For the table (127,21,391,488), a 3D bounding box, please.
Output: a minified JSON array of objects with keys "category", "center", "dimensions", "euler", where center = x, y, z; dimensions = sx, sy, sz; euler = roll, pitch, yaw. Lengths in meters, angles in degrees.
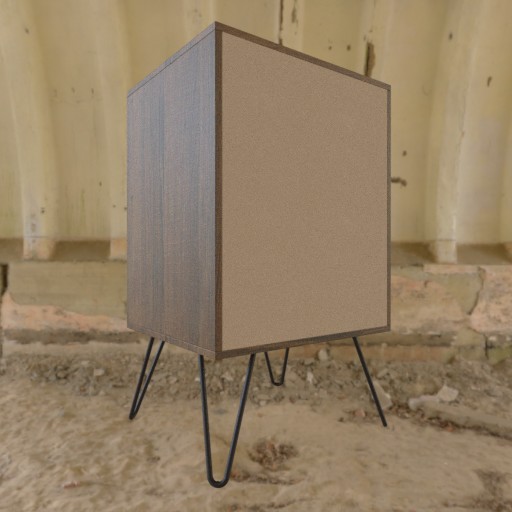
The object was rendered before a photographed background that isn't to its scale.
[{"category":"table","center":[0.000,0.000,1.150],"dimensions":[0.526,0.866,0.457],"euler":[0,0,-37]}]
